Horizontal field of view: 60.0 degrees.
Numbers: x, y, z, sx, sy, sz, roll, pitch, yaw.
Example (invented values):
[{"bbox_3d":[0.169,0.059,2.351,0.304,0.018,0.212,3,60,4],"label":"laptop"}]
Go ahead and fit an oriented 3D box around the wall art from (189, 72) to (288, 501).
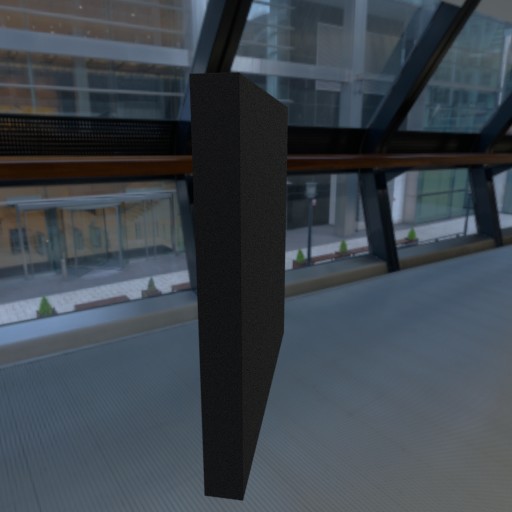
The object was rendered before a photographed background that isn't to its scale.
[{"bbox_3d":[0.000,0.000,0.448,0.030,0.305,0.308,2,15,9],"label":"wall art"}]
